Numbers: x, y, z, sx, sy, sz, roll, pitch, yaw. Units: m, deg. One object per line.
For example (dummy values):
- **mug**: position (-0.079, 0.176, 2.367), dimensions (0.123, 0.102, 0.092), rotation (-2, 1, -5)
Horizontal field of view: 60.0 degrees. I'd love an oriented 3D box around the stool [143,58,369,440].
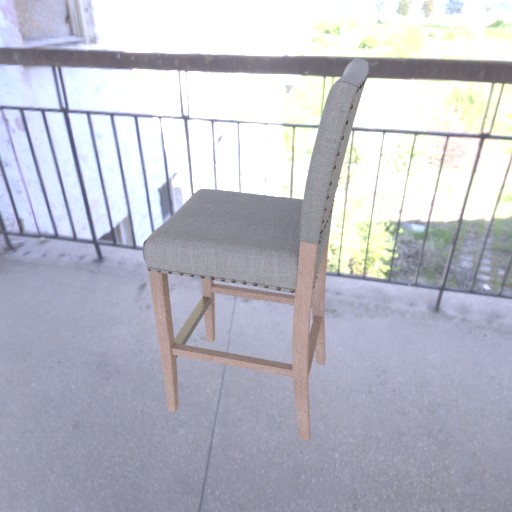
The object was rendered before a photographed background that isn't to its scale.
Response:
- **stool**: position (0.000, 0.000, 1.466), dimensions (0.585, 1.173, 0.445), rotation (8, 31, 13)
